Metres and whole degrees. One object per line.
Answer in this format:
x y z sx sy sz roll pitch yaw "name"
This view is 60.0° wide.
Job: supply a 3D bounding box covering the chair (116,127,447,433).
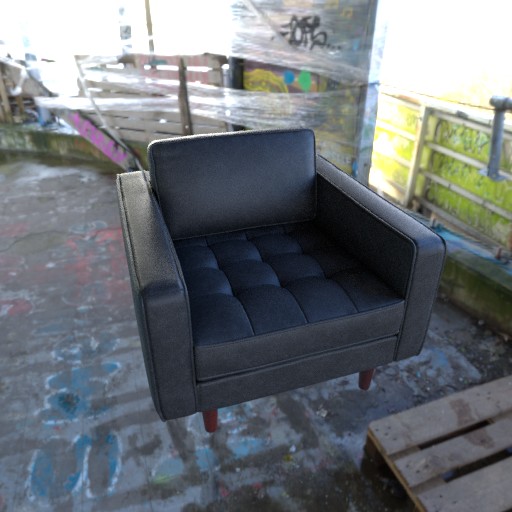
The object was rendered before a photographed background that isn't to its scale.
0.000 0.000 1.596 0.889 0.763 0.914 -10 31 -16 "chair"
